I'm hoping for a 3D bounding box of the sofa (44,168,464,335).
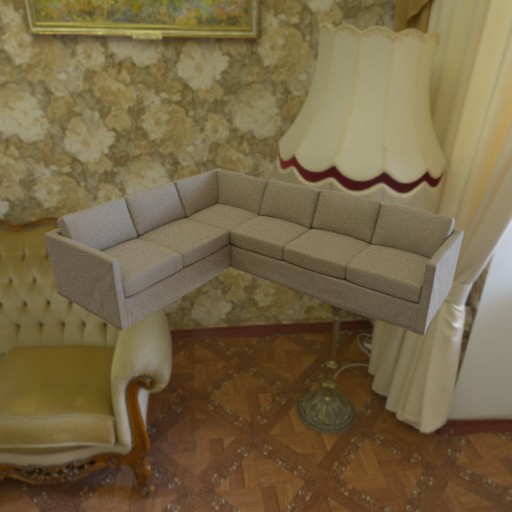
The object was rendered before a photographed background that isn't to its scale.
[{"bbox_3d":[0.000,0.000,4.294,3.182,0.871,2.432,18,31,32],"label":"sofa"}]
